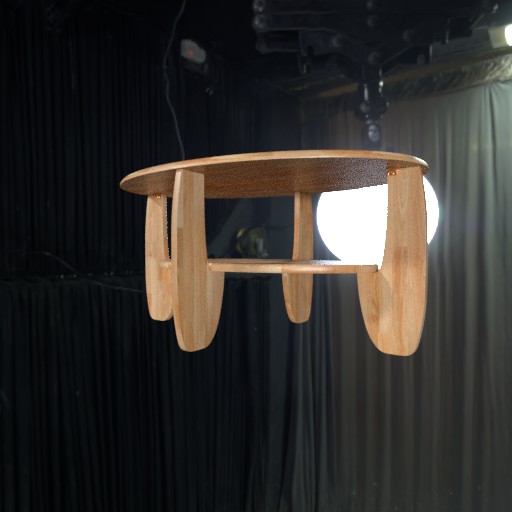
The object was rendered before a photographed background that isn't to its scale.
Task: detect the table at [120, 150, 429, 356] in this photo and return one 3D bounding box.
[{"bbox_3d":[0.000,0.000,1.392,1.040,0.490,0.690,1,1,37],"label":"table"}]
